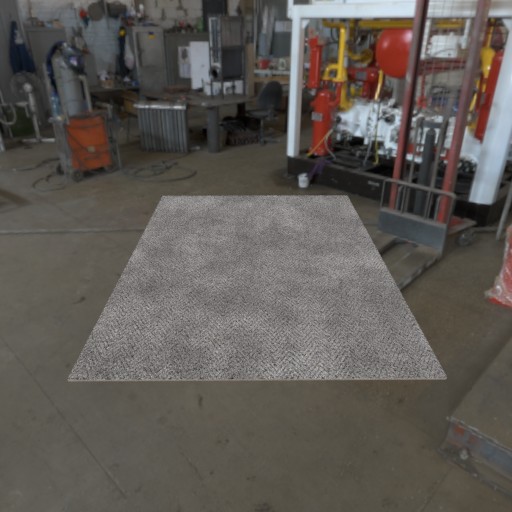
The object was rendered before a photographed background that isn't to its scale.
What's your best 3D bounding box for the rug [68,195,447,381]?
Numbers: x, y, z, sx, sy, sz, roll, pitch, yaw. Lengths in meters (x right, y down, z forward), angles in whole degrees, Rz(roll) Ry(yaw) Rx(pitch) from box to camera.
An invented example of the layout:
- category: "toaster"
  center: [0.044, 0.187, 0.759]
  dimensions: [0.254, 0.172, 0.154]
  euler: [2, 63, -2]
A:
- category: "rug"
  center: [0.000, 0.000, 2.851]
  dimensions: [1.600, 0.008, 2.235]
  euler: [0, 28, 0]
